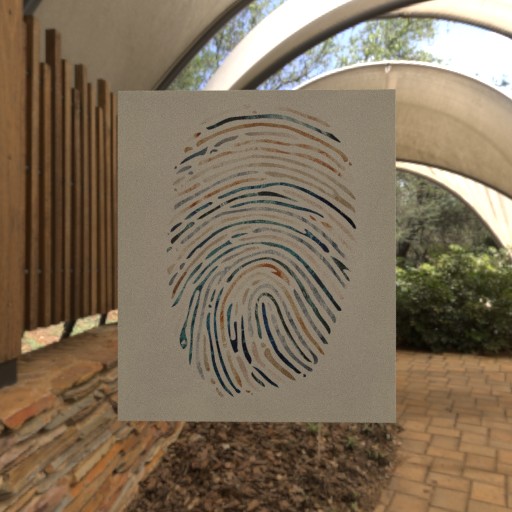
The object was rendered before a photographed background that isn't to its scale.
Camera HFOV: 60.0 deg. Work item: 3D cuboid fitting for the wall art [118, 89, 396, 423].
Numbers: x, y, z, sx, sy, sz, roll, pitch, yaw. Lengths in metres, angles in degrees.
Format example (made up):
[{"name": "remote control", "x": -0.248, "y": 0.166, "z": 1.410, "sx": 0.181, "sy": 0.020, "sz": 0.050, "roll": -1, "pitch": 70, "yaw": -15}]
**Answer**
[{"name": "wall art", "x": 0.000, "y": 0.000, "z": 0.826, "sx": 0.508, "sy": 0.606, "sz": 0.037, "roll": 0, "pitch": 0, "yaw": 1}]
